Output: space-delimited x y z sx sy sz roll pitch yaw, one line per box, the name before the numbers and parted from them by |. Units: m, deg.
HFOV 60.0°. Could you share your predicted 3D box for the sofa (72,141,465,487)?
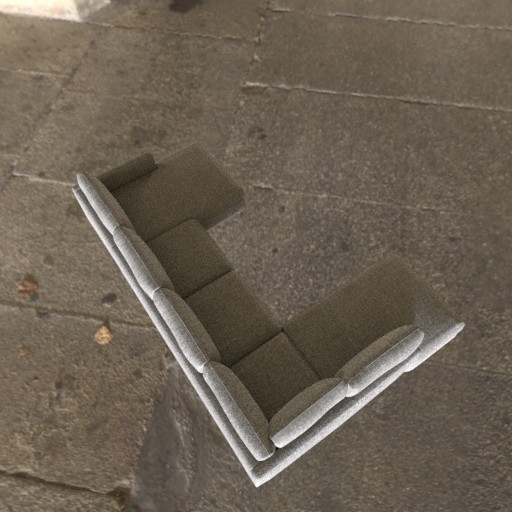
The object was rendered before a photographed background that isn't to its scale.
sofa | 0.000 0.000 3.539 1.879 0.756 2.737 -31 63 -18
